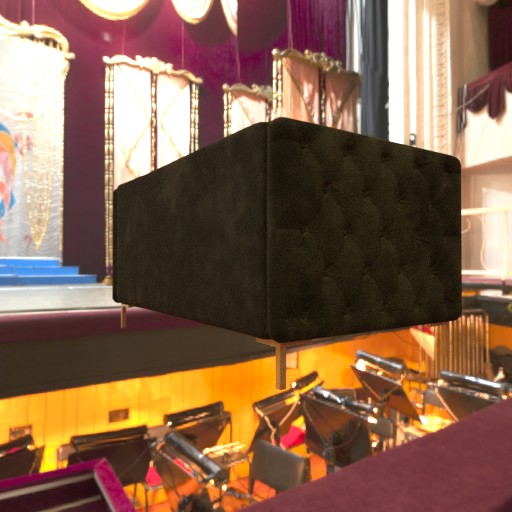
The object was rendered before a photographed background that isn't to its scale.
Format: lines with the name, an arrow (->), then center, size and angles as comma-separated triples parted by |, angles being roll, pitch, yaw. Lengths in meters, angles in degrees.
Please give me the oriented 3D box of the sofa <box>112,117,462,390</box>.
sofa -> 0.000, 0.000, 2.052 | 0.895, 0.768, 1.537 | 1, -1, -34
